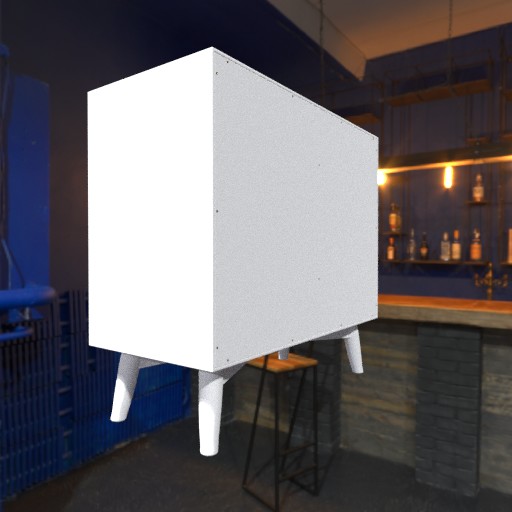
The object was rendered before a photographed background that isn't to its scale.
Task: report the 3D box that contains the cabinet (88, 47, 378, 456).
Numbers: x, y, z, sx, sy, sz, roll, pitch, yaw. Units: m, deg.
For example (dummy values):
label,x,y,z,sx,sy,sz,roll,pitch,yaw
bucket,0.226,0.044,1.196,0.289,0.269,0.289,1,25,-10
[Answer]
label,x,y,z,sx,sy,sz,roll,pitch,yaw
cabinet,0.000,0.000,1.238,0.398,0.761,0.800,1,1,36
